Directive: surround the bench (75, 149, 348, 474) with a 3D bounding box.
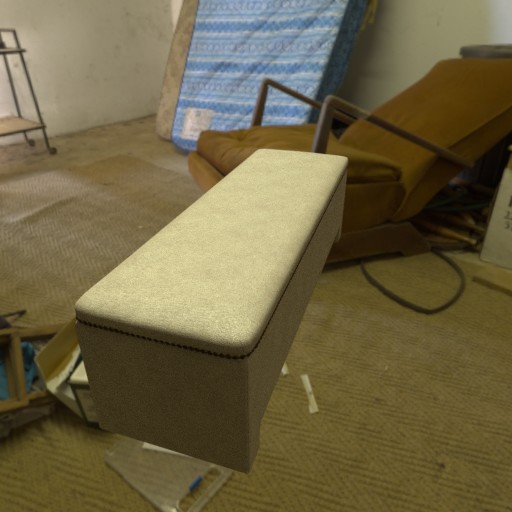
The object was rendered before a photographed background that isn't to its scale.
[{"bbox_3d":[0.000,0.000,1.707,0.470,0.447,1.482,9,30,16],"label":"bench"}]
